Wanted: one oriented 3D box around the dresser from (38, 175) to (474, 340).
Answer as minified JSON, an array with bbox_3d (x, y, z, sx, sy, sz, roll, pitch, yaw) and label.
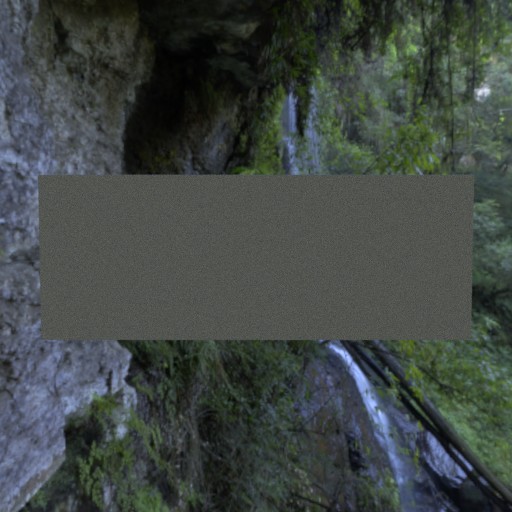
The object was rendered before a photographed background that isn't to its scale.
[{"bbox_3d":[0.000,0.000,2.501,2.200,0.840,0.500,0,2,0],"label":"dresser"}]
